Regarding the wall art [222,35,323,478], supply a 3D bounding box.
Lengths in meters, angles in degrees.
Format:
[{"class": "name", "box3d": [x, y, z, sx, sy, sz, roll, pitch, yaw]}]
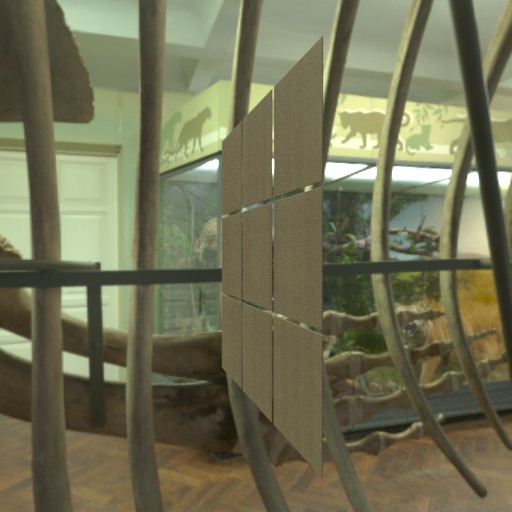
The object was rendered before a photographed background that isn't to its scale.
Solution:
[{"class": "wall art", "box3d": [0.000, 0.000, 2.230, 0.002, 1.505, 1.517, 0, 1, -17]}]
